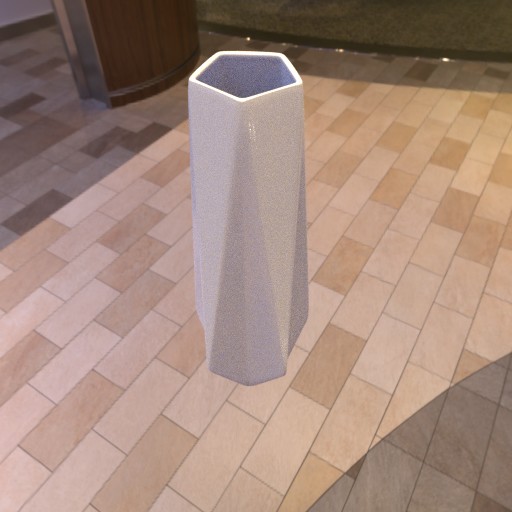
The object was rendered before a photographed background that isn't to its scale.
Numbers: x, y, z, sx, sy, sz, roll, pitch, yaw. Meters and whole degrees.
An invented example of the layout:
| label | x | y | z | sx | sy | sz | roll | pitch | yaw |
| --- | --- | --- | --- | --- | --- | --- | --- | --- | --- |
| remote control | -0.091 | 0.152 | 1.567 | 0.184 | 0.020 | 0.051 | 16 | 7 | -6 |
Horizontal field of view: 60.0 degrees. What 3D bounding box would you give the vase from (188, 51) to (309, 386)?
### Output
| label | x | y | z | sx | sy | sz | roll | pitch | yaw |
| --- | --- | --- | --- | --- | --- | --- | --- | --- | --- |
| vase | 0.000 | 0.000 | 0.389 | 0.116 | 0.329 | 0.122 | -10 | 48 | -9 |
